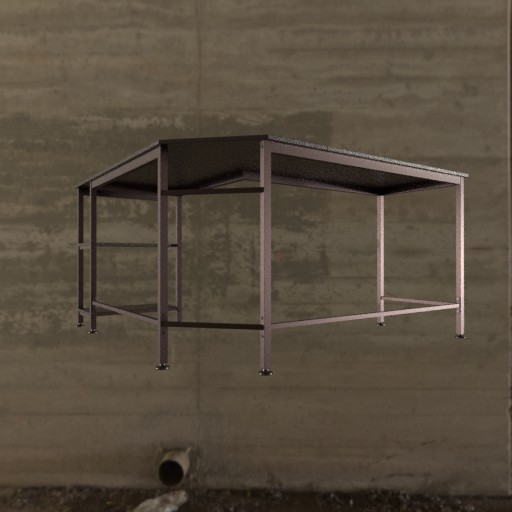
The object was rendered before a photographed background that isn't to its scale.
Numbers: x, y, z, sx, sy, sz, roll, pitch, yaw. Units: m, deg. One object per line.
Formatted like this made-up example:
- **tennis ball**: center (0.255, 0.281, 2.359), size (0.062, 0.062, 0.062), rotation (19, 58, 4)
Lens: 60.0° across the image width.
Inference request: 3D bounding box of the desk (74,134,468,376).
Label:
- **desk**: center (0.000, 0.000, 2.171), size (1.379, 0.739, 1.379), rotation (0, 0, -35)
